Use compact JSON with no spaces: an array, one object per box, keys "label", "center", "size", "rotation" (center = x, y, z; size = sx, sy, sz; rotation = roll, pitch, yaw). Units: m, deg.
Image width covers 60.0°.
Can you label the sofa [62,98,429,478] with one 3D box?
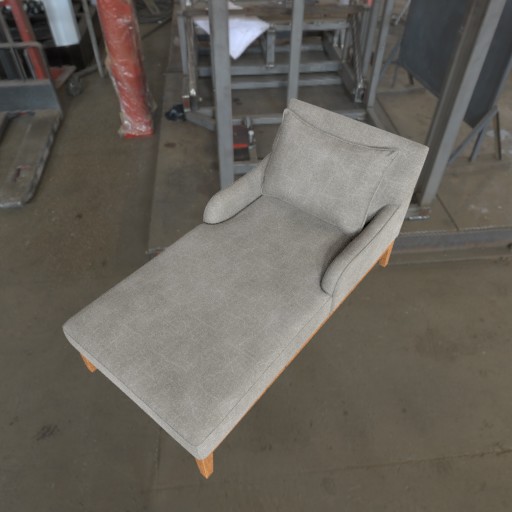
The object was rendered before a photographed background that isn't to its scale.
[{"label":"sofa","center":[0.000,0.000,2.280],"size":[0.894,0.859,1.779],"rotation":[30,53,26]}]
